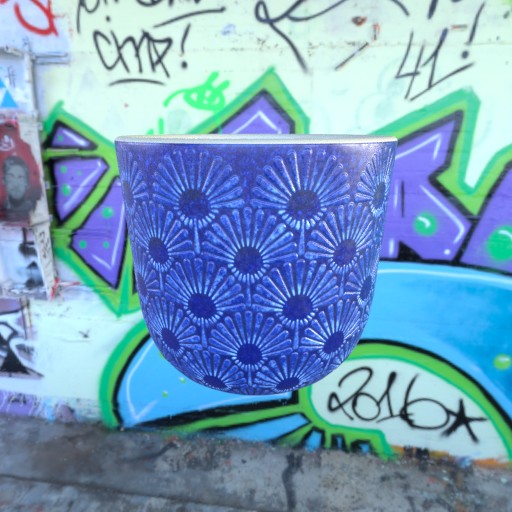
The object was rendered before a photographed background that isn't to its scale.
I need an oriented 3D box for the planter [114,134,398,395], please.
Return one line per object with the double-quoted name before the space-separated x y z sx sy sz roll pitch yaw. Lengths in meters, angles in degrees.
"planter" 0.000 0.000 0.363 0.206 0.190 0.206 0 16 0
